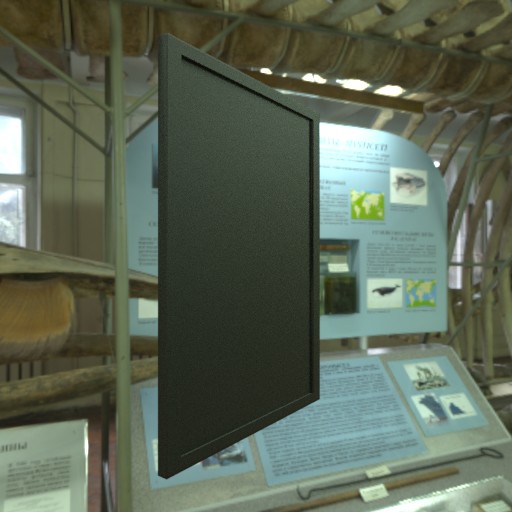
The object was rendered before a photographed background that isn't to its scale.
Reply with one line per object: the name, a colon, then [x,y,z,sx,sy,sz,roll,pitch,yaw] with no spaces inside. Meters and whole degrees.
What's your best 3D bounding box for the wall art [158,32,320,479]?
wall art: [0.000,0.000,0.552,0.013,0.431,0.303,0,0,37]
